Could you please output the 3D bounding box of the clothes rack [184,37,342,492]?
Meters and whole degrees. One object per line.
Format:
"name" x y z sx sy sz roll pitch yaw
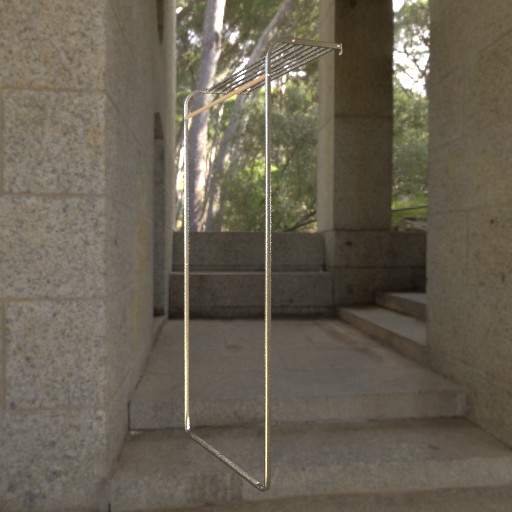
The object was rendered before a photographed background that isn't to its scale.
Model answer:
"clothes rack" 0.000 0.000 1.797 0.349 1.574 0.609 -1 1 -35
